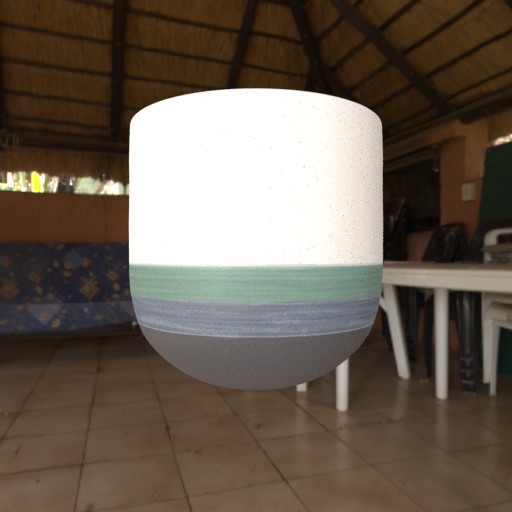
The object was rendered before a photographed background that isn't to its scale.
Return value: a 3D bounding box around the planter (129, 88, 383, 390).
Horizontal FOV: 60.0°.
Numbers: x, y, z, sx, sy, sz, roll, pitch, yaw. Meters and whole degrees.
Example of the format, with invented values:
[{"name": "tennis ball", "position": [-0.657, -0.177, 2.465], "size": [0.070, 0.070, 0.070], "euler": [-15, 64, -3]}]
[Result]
[{"name": "planter", "position": [0.000, 0.000, 0.487], "size": [0.268, 0.270, 0.268], "euler": [0, 0, 0]}]
